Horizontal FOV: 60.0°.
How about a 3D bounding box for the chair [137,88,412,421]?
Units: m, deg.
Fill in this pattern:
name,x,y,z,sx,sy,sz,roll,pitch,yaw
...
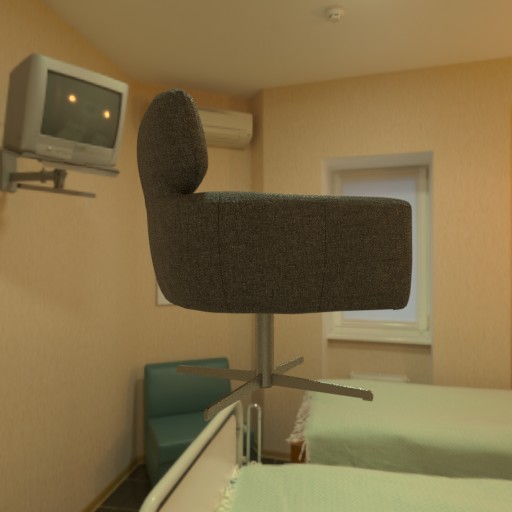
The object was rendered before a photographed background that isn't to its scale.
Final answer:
name,x,y,z,sx,sy,sz,roll,pitch,yaw
chair,0.000,0.000,1.380,0.715,0.812,0.706,0,0,-18
